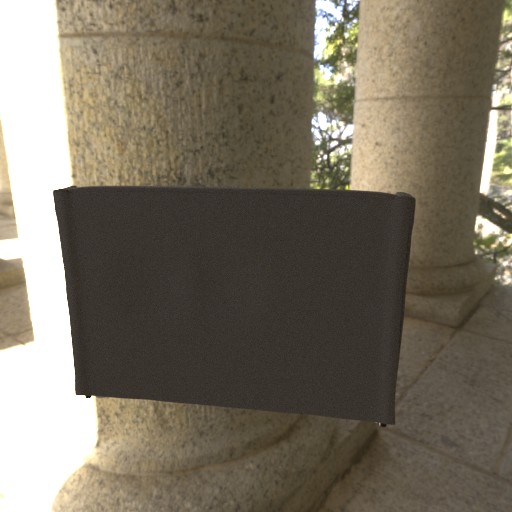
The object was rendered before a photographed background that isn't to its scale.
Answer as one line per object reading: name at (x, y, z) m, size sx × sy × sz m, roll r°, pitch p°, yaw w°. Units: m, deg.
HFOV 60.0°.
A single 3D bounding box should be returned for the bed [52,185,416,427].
bed at (0.000, 0.000, 3.500) m, size 1.925 × 1.332 × 2.276 m, roll 2°, pitch 16°, yaw 9°
